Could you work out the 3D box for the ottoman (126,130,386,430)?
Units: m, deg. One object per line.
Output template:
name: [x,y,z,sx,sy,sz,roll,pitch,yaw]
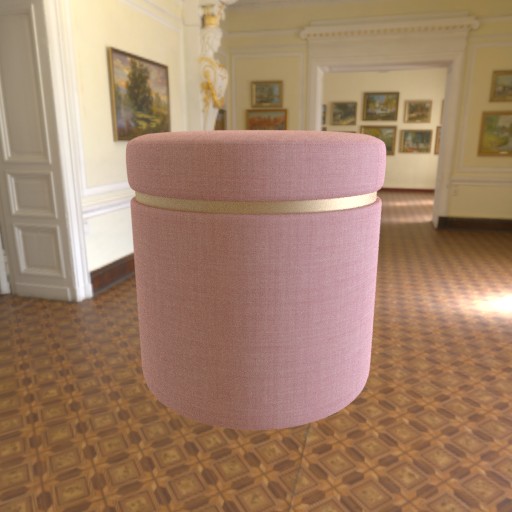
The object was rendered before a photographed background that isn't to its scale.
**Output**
ottoman: [0.000,0.000,0.749,0.400,0.406,0.400,0,15,0]
